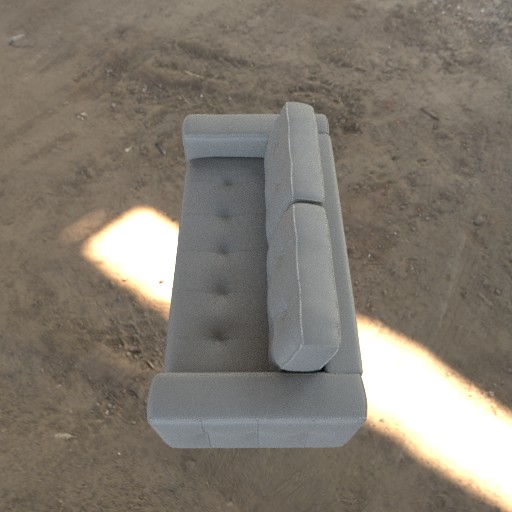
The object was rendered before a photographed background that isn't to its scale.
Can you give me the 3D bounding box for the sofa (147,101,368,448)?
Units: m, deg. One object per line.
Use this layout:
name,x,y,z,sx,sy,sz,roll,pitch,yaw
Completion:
sofa,0.000,0.000,2.230,0.833,0.892,1.726,0,57,0
